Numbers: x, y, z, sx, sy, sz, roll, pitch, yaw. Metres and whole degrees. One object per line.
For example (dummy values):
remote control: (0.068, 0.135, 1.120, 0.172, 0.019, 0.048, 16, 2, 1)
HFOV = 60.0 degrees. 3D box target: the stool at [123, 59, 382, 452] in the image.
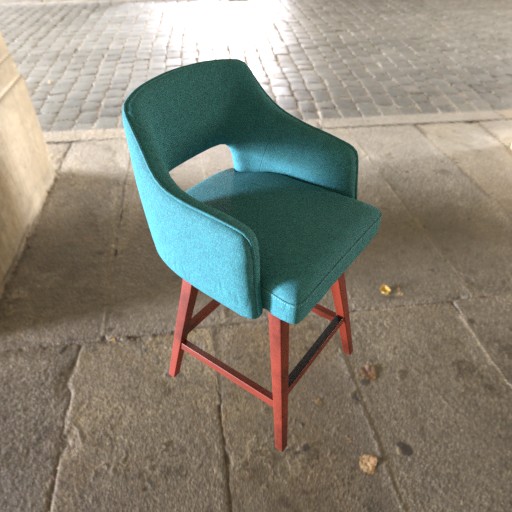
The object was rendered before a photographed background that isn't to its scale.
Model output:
stool: (0.000, 0.000, 1.301, 0.556, 0.961, 0.548, 25, 46, 27)
